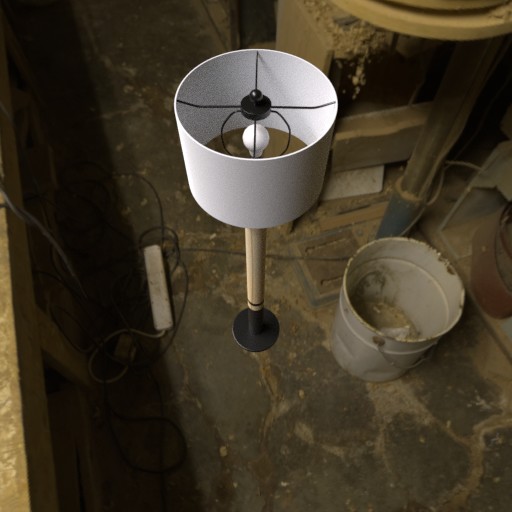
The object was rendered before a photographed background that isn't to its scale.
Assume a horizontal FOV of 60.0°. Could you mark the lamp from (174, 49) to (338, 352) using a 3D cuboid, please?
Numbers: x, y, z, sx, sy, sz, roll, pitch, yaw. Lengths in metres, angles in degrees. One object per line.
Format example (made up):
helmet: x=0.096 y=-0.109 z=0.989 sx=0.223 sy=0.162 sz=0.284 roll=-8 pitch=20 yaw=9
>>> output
lamp: x=0.000 y=0.000 z=1.650 sx=0.381 sy=1.478 sz=0.381 roll=-16 pitch=60 yaw=-9
